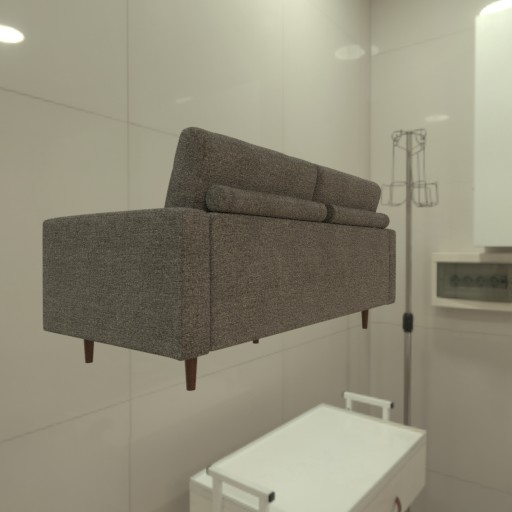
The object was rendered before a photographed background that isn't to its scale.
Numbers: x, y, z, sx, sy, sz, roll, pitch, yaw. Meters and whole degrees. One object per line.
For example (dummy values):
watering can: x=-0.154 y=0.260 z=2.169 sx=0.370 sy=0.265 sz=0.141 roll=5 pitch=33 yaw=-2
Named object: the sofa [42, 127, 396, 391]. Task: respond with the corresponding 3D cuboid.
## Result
sofa: x=0.000 y=0.000 z=2.287 sx=0.863 sy=0.902 sz=1.821 roll=1 pitch=1 yaw=37
